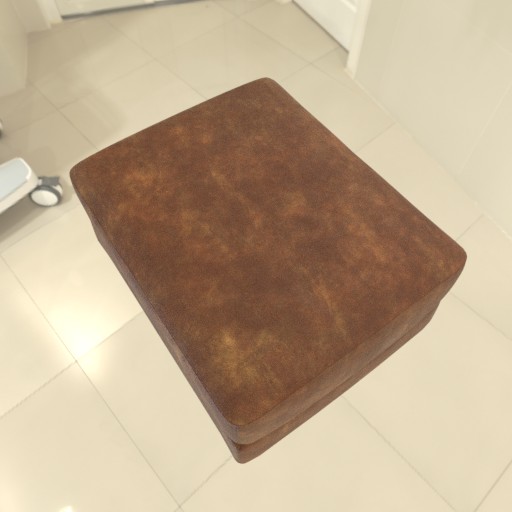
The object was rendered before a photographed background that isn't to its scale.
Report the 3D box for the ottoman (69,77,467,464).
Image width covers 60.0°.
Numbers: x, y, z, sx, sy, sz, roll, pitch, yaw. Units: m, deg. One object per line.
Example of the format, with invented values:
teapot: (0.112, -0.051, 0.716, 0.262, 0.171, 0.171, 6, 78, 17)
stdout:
ottoman: (0.000, 0.000, 1.114, 0.603, 0.476, 0.751, -31, 64, -17)
